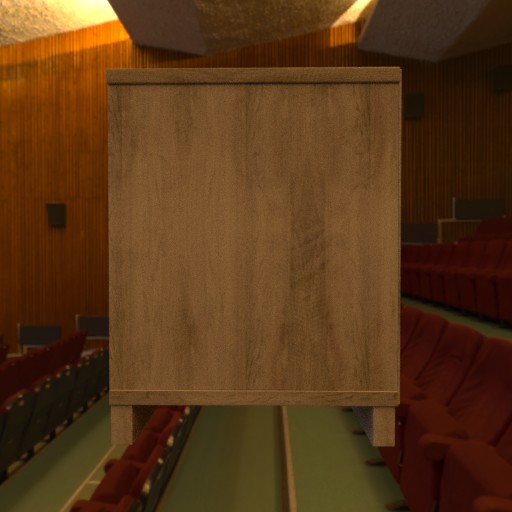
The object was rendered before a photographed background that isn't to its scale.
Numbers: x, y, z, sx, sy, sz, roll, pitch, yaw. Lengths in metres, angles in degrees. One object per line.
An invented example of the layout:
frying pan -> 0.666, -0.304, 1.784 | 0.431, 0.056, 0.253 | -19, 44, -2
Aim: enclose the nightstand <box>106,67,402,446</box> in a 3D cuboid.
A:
nightstand -> 0.000, 0.000, 0.736 | 0.347, 0.448, 0.427 | 0, 1, 1
